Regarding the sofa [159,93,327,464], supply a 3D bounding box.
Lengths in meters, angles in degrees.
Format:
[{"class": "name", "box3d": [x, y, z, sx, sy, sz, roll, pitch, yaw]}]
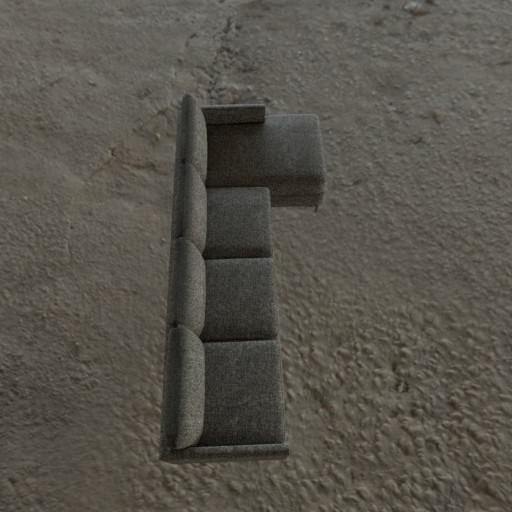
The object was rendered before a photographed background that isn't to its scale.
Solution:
[{"class": "sofa", "box3d": [0.000, 0.000, 4.067, 1.488, 0.970, 3.384, -2, 63, -1]}]
